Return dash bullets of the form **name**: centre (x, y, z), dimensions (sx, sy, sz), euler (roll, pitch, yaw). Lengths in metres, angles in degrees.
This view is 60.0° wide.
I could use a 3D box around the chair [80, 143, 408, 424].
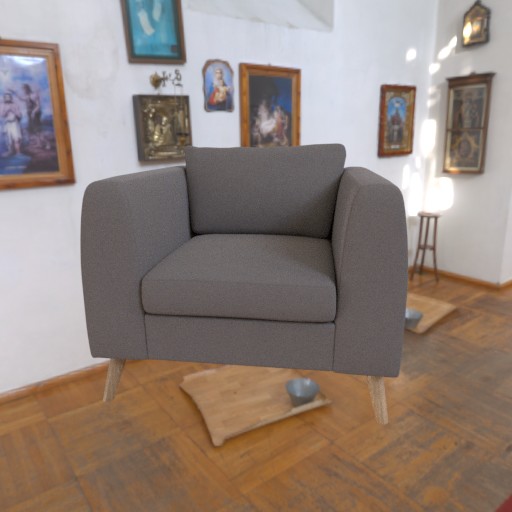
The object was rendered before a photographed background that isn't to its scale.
- **chair**: centre (0.000, 0.000, 1.750), dimensions (1.000, 0.860, 0.930), euler (2, 15, 7)
